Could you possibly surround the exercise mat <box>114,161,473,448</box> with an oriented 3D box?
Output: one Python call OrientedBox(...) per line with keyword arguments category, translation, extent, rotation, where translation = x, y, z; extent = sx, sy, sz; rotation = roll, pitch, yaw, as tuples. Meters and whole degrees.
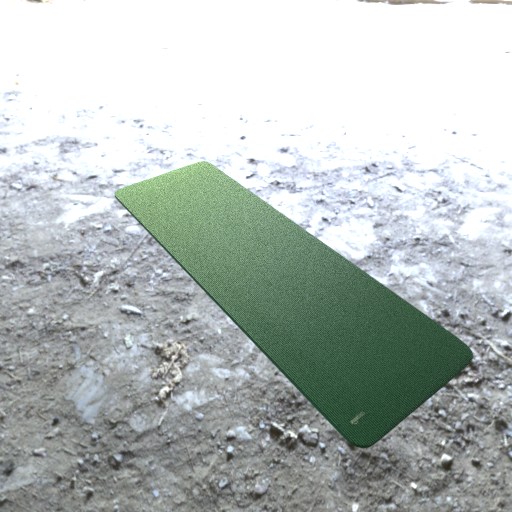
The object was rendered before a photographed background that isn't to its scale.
OrientedBox(category="exercise mat", translation=(0.000, 0.000, 2.035), extent=(0.616, 0.021, 1.869), rotation=(-26, 46, -28))
